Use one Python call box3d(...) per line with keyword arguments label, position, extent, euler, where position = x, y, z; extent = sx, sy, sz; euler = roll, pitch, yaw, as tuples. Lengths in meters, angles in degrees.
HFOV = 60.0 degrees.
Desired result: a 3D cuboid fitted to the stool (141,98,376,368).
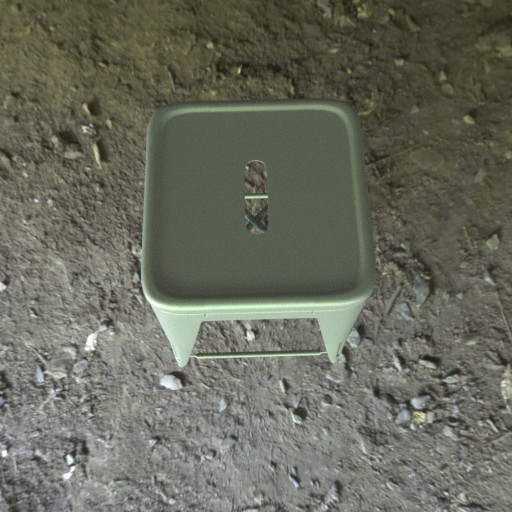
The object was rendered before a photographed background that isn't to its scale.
box3d(label="stool", position=(0.000, 0.000, 0.893), extent=(0.410, 0.608, 0.410), euler=(-2, 74, 0))
